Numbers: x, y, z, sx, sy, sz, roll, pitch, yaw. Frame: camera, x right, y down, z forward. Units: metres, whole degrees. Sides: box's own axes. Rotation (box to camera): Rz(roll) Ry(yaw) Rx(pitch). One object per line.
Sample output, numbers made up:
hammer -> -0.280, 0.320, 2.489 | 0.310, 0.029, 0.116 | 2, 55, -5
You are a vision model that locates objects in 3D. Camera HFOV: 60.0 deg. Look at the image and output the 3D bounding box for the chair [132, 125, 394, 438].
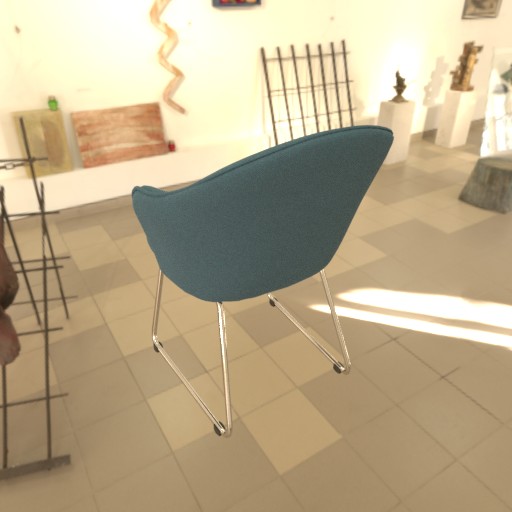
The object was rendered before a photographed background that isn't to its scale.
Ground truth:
chair -> 0.000, 0.000, 1.198 | 0.570, 0.815, 0.585 | -18, 35, -27
